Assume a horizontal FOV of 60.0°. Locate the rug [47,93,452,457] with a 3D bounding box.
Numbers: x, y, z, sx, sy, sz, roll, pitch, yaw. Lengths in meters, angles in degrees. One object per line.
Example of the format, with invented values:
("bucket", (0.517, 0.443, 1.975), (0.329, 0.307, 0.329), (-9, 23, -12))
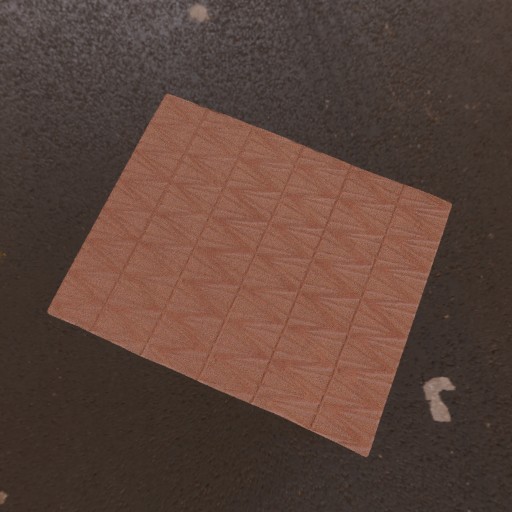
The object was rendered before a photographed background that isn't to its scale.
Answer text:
("rug", (0.000, 0.000, 4.096), (3.052, 0.043, 2.453), (23, 77, 6))
